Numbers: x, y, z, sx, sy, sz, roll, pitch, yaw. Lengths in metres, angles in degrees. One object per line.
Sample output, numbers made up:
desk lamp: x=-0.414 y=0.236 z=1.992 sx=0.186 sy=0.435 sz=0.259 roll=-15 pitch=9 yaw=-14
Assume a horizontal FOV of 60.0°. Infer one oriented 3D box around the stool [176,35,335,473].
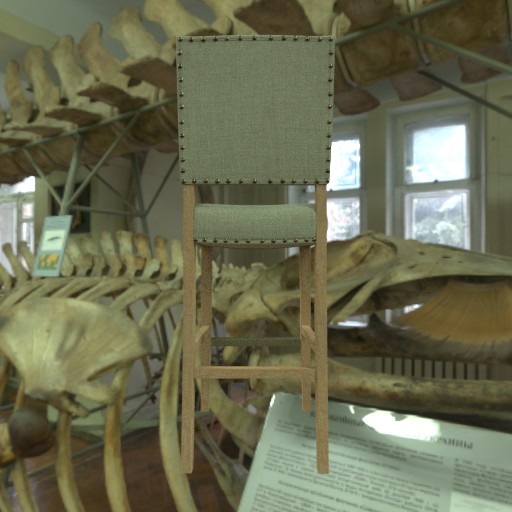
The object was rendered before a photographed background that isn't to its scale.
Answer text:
stool: x=0.000 y=0.000 z=1.471 sx=0.445 sy=1.203 sz=0.585 roll=0 pitch=0 yaw=0
